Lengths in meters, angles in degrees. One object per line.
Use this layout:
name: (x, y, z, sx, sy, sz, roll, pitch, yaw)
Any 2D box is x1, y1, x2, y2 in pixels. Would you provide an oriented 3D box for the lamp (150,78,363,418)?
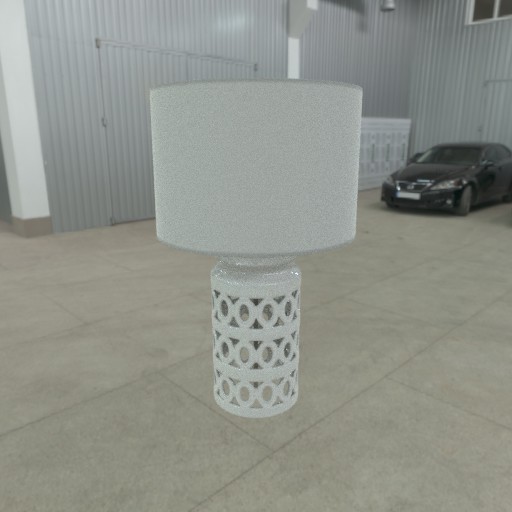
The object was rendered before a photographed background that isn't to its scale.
lamp: (0.000, 0.000, 0.717, 0.310, 0.502, 0.310, 0, 15, 0)
